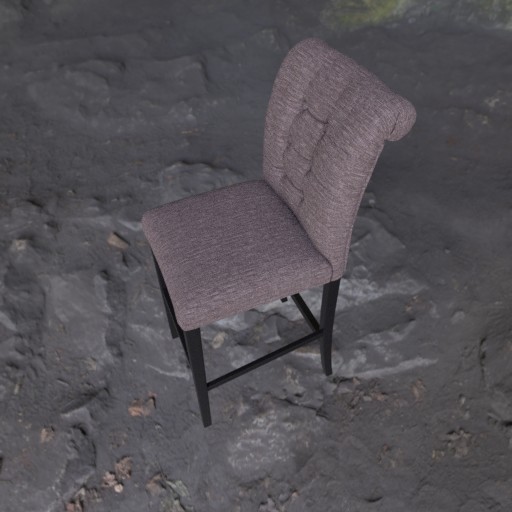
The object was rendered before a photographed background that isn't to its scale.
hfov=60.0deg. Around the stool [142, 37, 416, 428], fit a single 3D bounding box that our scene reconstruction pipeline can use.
[{"bbox_3d":[0.000,0.000,1.409,0.613,1.131,0.452,-17,48,-16],"label":"stool"}]
